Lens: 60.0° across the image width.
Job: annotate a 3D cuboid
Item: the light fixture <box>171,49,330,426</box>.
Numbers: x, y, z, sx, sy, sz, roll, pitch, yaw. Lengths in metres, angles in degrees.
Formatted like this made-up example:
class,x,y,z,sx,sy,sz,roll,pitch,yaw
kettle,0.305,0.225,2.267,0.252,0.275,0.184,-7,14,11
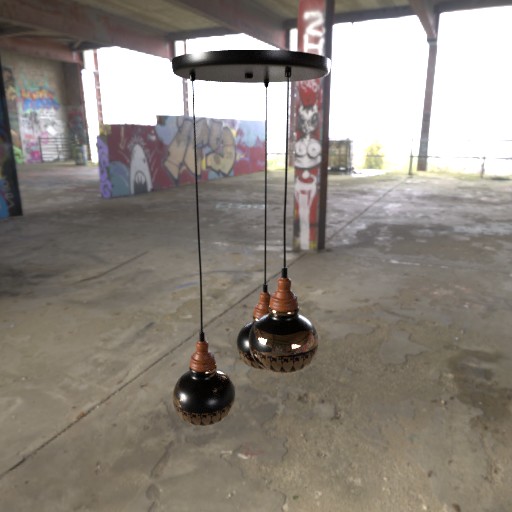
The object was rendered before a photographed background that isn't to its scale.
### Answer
class,x,y,z,sx,sy,sz,roll,pitch,yaw
light fixture,0.000,0.000,1.745,0.608,1.410,0.605,-15,22,-42
